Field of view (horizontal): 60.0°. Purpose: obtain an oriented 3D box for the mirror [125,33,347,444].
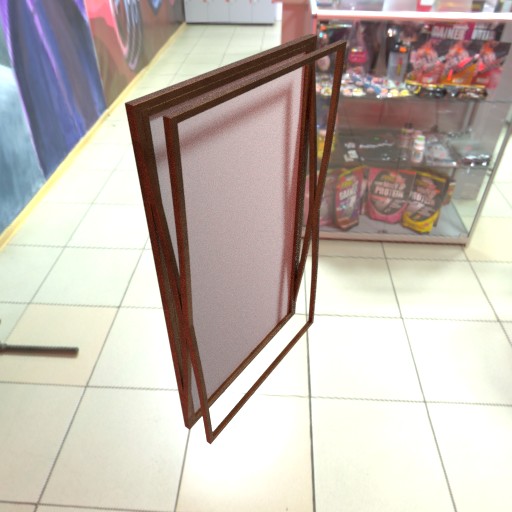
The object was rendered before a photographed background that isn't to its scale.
[{"bbox_3d":[0.000,0.000,0.937,0.082,0.768,0.468,24,45,27],"label":"mirror"}]
